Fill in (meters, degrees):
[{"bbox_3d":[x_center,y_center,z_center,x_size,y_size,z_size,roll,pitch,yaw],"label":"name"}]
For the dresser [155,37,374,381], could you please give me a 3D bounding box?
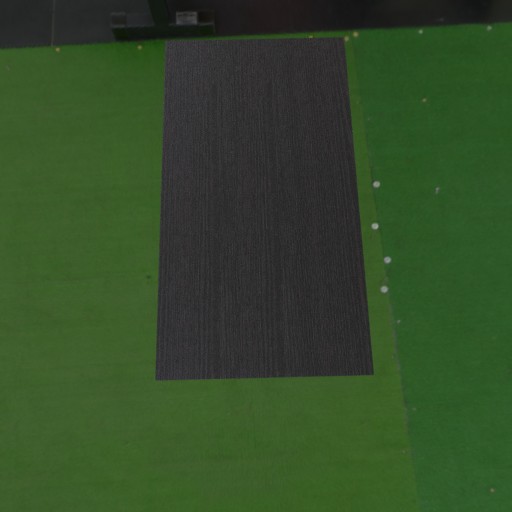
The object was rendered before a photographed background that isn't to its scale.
[{"bbox_3d":[0.000,0.000,1.361,0.399,1.020,0.704,-1,76,0],"label":"dresser"}]
